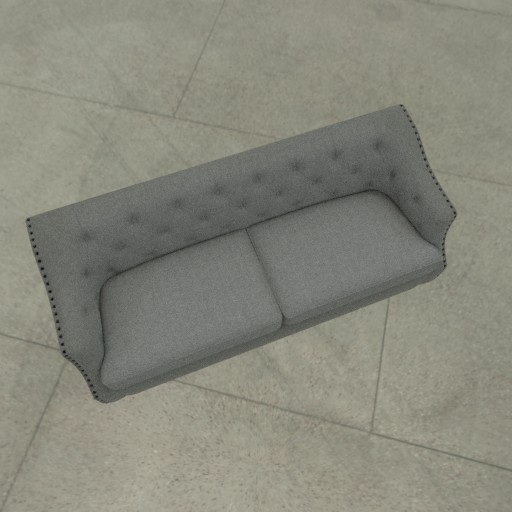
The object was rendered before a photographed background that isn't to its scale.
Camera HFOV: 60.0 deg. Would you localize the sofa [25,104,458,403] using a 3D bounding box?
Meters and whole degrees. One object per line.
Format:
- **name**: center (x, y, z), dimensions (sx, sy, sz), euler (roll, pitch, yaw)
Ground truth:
- **sofa**: center (0.000, 0.000, 2.652), dimensions (2.235, 0.901, 0.914), euler (-19, 66, -9)
